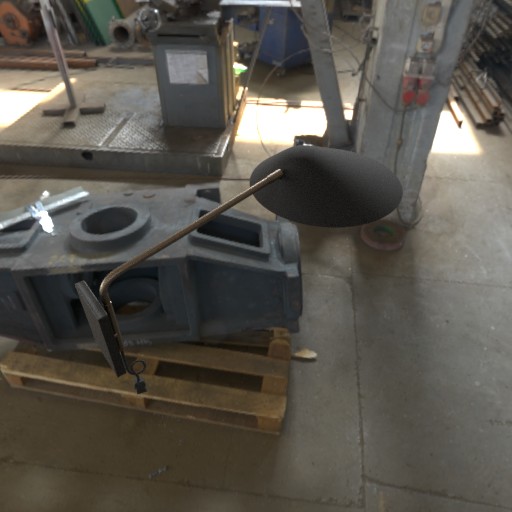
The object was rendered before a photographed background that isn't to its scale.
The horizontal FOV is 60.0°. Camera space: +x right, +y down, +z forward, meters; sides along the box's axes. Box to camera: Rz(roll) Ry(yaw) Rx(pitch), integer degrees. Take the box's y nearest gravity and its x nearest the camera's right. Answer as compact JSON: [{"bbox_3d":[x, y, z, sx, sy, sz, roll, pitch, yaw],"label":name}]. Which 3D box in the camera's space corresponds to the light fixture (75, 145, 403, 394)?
[{"bbox_3d":[0.000,0.000,0.692,0.516,0.312,0.240,-27,47,-28],"label":"light fixture"}]
